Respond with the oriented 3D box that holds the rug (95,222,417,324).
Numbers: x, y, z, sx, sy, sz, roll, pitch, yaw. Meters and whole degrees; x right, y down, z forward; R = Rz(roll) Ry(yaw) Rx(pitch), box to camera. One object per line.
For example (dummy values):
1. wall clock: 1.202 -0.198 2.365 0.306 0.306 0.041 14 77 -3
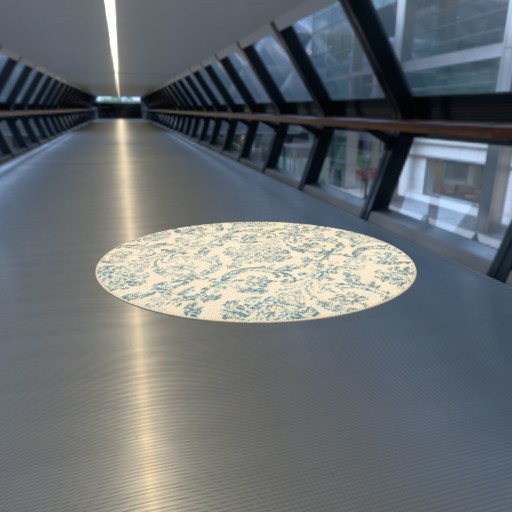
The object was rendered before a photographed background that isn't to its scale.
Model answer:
1. rug: 0.000 0.000 2.325 1.593 0.012 1.593 0 17 0
